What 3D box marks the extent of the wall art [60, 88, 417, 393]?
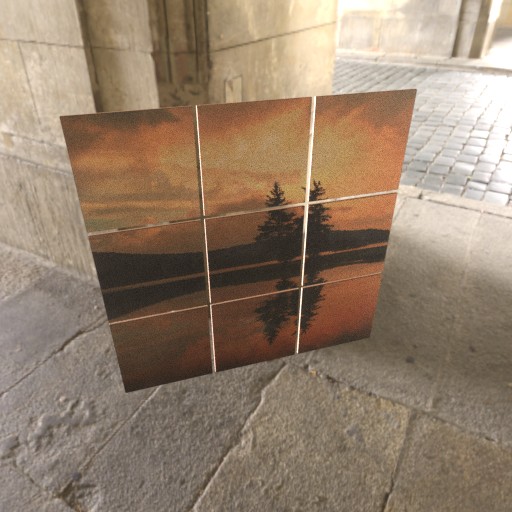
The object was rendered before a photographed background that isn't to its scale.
[{"bbox_3d":[0.000,0.000,1.793,1.216,1.218,0.013,-9,34,-14],"label":"wall art"}]
